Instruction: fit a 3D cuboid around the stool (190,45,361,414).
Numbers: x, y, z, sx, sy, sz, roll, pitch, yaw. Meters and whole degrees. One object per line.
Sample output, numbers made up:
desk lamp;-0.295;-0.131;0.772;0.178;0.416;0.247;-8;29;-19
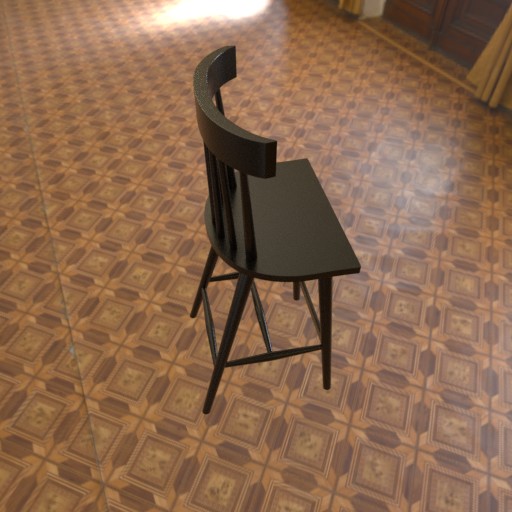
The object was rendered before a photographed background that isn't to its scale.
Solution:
stool;0.000;0.000;1.367;0.483;1.092;0.482;-9;48;-8
